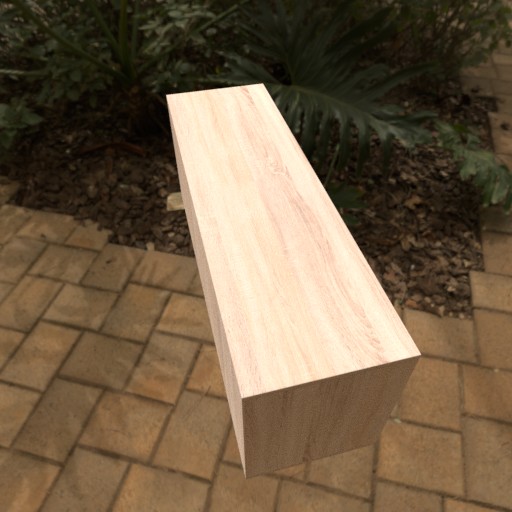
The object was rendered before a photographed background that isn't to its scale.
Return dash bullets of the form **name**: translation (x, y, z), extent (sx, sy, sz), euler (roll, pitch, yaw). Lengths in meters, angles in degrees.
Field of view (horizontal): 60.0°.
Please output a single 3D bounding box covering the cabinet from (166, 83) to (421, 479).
- **cabinet**: translation (0.000, 0.000, 1.988), extent (0.500, 0.780, 1.650), euler (-11, 48, -10)
